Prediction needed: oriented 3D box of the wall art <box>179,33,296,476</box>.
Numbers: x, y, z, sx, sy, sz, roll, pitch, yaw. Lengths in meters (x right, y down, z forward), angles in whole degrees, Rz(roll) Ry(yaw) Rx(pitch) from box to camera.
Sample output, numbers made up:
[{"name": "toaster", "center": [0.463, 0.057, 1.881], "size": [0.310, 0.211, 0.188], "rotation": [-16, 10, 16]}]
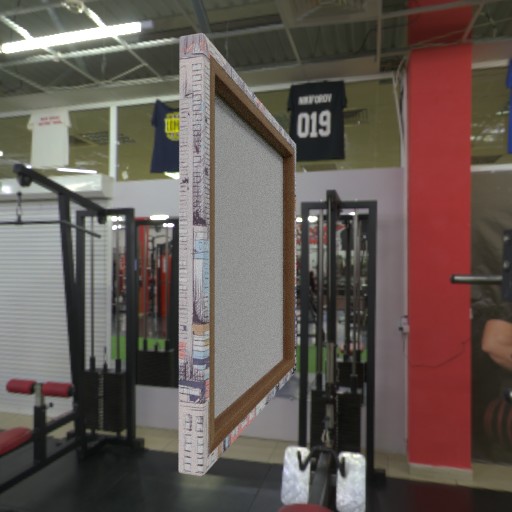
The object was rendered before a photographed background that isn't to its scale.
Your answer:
[{"name": "wall art", "center": [0.000, 0.000, 1.126], "size": [0.048, 0.762, 0.761], "rotation": [0, -1, 17]}]
